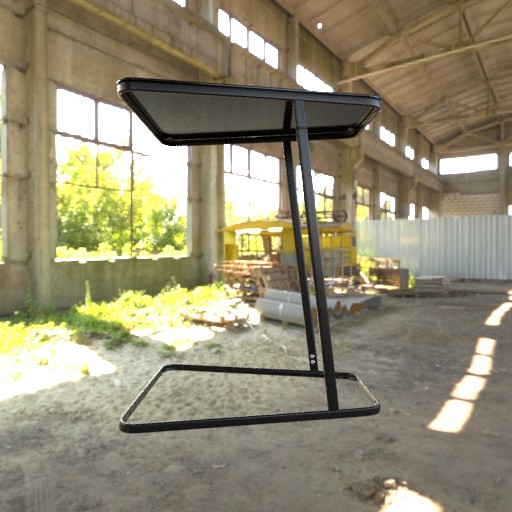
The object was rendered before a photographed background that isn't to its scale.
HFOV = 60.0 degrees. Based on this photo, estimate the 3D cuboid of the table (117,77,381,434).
[{"bbox_3d":[0.000,0.000,0.983,0.500,0.624,0.427,0,1,0],"label":"table"}]
